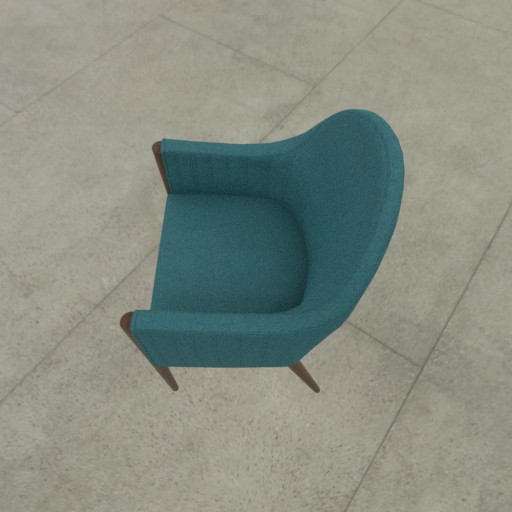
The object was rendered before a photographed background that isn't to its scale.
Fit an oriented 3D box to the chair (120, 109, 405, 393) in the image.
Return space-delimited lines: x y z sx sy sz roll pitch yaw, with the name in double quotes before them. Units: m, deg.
"chair" 0.000 0.000 1.361 0.652 0.907 0.656 1 59 0
